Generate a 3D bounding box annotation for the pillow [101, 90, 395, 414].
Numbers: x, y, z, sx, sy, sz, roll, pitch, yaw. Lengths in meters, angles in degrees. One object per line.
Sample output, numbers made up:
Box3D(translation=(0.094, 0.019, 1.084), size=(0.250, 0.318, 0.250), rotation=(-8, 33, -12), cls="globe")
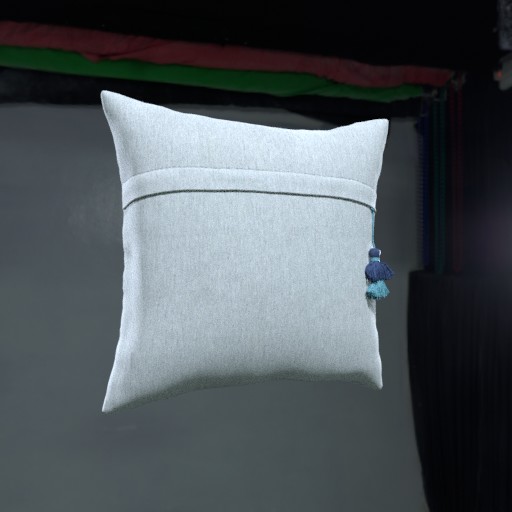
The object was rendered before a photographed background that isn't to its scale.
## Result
Box3D(translation=(0.000, 0.000, 0.656), size=(0.433, 0.436, 0.173), rotation=(0, 0, -17), cls="pillow")
